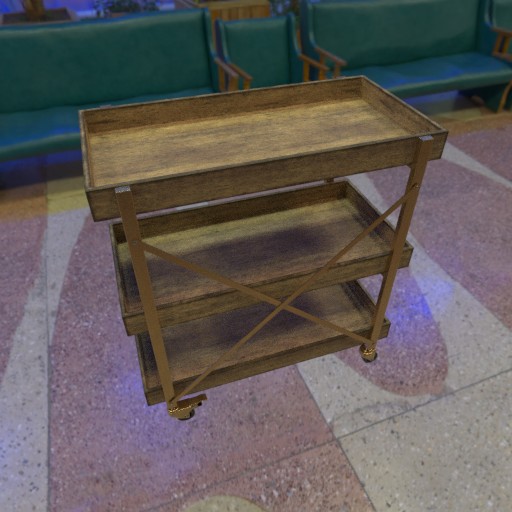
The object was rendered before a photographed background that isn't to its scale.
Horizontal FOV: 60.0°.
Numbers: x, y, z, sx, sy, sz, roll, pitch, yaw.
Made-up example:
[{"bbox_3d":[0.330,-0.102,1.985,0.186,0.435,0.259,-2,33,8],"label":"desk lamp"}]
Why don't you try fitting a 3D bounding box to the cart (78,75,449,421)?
[{"bbox_3d":[0.000,0.000,1.249,0.750,0.799,0.416,-12,42,-14],"label":"cart"}]
